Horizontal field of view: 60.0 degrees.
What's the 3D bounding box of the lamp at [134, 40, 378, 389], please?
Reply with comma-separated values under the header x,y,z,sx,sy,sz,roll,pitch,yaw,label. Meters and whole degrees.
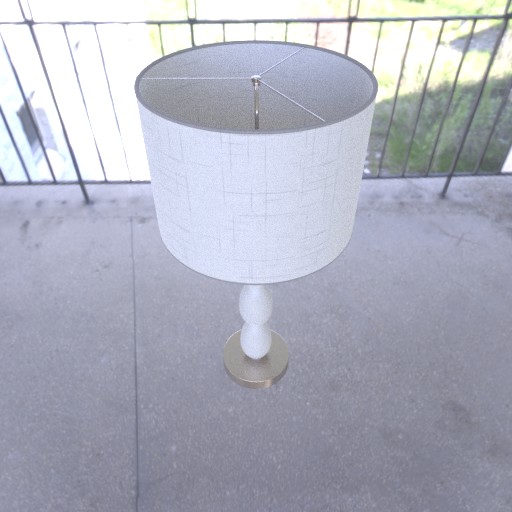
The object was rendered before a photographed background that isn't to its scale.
x,y,z,sx,sy,sz,roll,pitch,yaw,label
0.000,0.000,0.701,0.280,0.559,0.282,0,42,0,lamp
